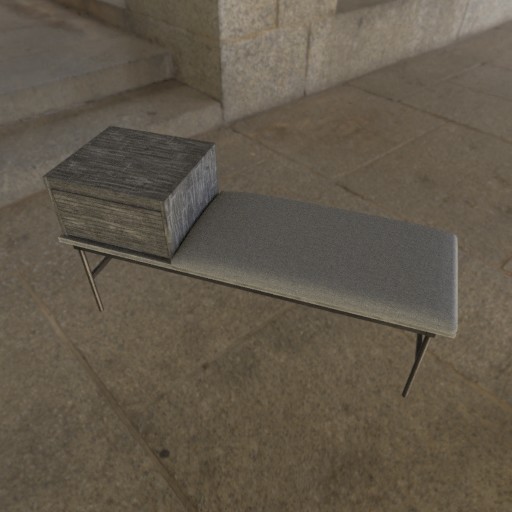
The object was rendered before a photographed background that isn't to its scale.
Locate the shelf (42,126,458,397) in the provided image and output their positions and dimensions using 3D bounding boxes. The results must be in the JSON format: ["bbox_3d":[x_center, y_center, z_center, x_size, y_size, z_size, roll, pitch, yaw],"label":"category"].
[{"bbox_3d":[0.000,0.000,1.616,1.342,0.633,0.457,13,43,14],"label":"shelf"}]
